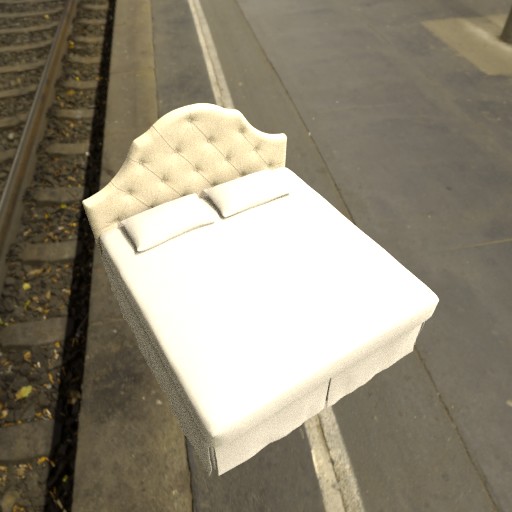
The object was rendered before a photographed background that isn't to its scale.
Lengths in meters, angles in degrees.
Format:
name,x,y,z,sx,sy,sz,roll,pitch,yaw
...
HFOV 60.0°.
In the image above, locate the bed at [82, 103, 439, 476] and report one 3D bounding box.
name,x,y,z,sx,sy,sz,roll,pitch,yaw
bed,0.000,0.000,3.399,2.012,1.555,2.086,-24,50,-22
